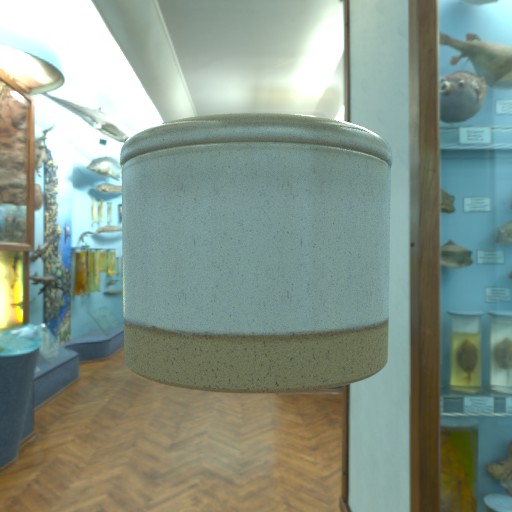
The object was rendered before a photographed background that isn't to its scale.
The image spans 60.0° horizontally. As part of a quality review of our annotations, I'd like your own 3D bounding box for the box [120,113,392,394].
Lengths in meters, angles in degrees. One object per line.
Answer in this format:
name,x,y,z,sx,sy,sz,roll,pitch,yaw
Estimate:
box,0.000,0.000,0.262,0.154,0.123,0.154,0,0,0
